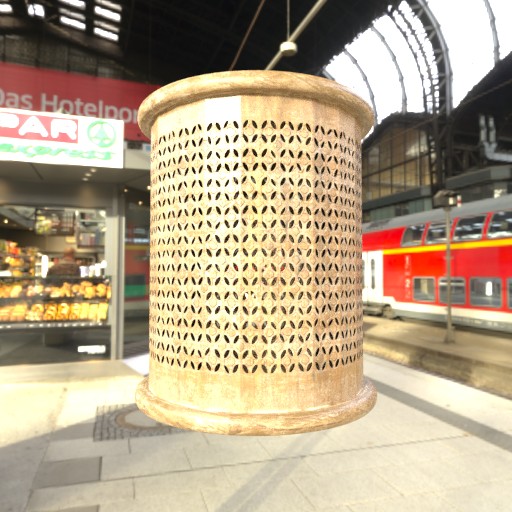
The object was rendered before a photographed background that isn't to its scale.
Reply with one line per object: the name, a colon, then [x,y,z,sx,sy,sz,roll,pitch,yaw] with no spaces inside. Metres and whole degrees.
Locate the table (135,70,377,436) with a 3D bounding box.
table: [0.000,0.000,0.779,0.407,0.482,0.407,0,-2,0]
